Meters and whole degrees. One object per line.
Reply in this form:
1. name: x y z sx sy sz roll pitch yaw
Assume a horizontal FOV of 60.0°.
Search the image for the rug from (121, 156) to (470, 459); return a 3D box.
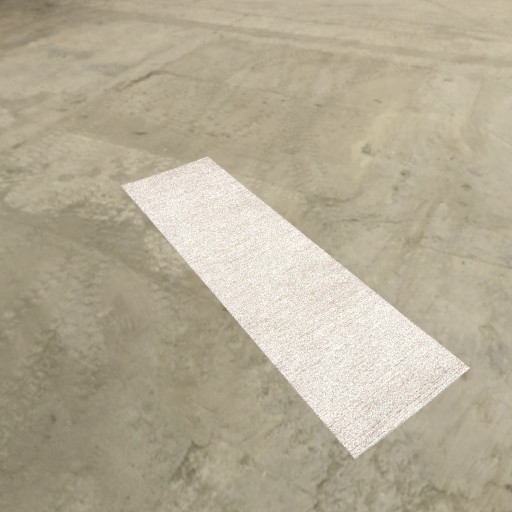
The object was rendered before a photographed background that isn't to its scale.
1. rug: 0.000 0.000 2.547 0.712 0.013 2.346 -24 47 -25
